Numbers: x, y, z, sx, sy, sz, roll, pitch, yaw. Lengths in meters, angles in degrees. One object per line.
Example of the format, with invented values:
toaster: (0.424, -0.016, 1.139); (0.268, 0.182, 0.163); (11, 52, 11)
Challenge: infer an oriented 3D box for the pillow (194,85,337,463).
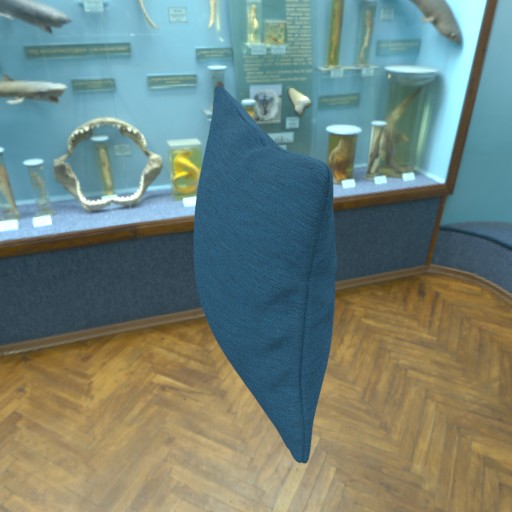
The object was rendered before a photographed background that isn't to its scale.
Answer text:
pillow: (0.000, 0.000, 0.665); (0.177, 0.420, 0.437); (-9, 32, -15)
